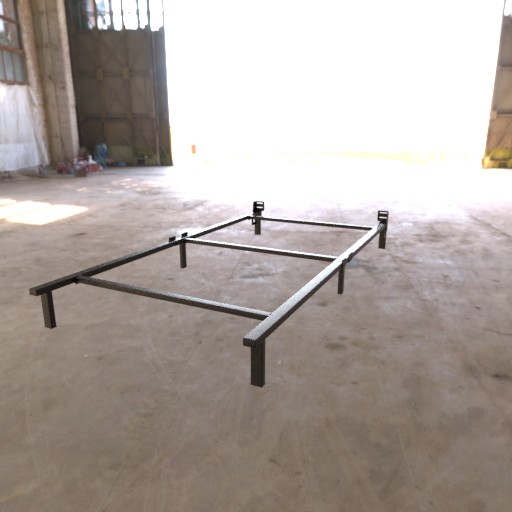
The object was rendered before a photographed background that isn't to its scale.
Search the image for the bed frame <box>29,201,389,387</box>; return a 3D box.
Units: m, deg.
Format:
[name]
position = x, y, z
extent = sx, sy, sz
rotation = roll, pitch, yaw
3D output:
[bed frame]
position = 0.000, 0.000, 2.285
extent = 0.968, 0.248, 1.897
rotation = 8, 18, 26
